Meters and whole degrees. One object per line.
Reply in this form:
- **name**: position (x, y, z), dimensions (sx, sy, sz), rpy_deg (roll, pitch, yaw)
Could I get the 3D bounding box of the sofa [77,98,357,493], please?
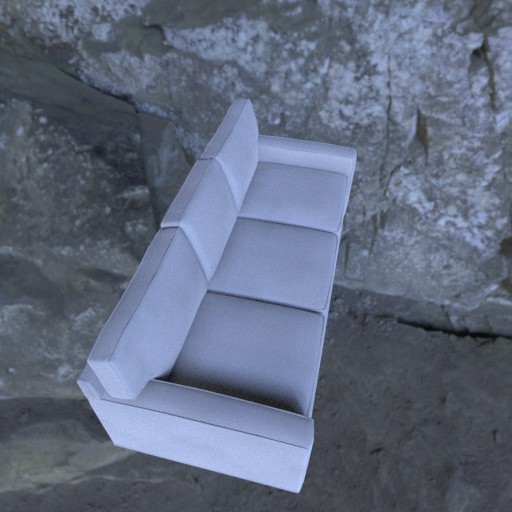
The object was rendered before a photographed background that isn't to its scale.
- **sofa**: position (0.000, 0.000, 2.505), dimensions (0.935, 0.862, 2.088), rpy_deg (10, 47, 9)
